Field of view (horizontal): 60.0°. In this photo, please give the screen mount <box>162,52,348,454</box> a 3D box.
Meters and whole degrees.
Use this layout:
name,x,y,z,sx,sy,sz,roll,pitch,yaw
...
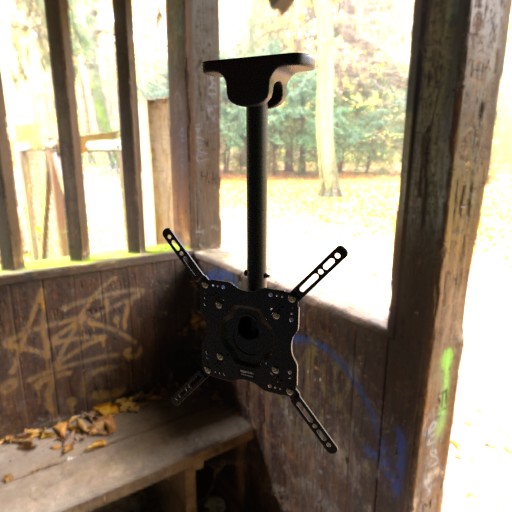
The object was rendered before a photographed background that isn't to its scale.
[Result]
name,x,y,z,sx,sy,sz,roll,pitch,yaw
screen mount,0.000,0.000,0.888,0.393,0.729,0.090,7,16,26
